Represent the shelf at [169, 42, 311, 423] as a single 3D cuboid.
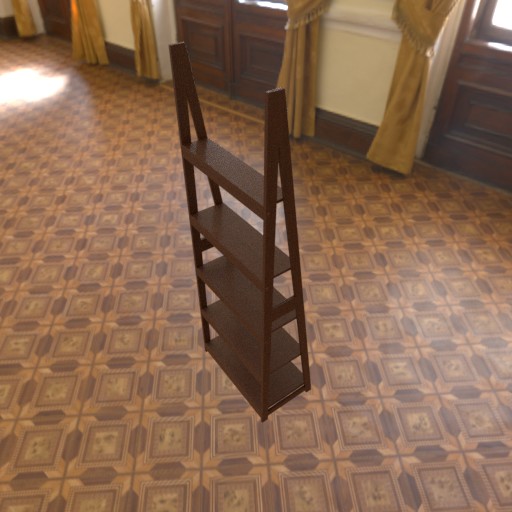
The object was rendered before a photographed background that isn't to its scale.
[{"bbox_3d":[0.000,0.000,2.068,0.350,1.770,0.600,-25,46,-27],"label":"shelf"}]
